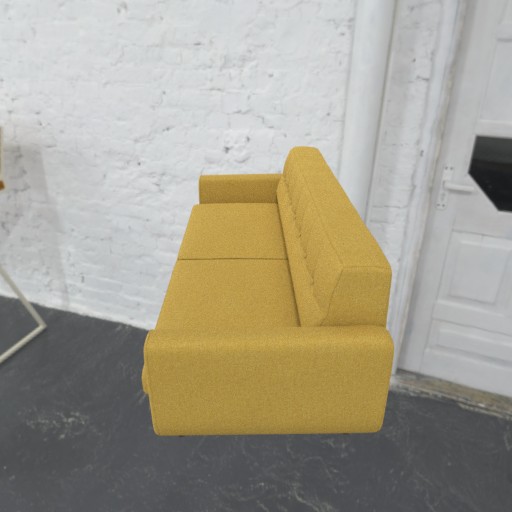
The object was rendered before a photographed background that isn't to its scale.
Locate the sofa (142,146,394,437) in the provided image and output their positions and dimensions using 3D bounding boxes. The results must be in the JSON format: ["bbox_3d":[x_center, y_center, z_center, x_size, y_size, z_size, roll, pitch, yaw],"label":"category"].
[{"bbox_3d":[0.000,0.000,2.451,0.909,0.841,2.029,0,26,-1],"label":"sofa"}]
